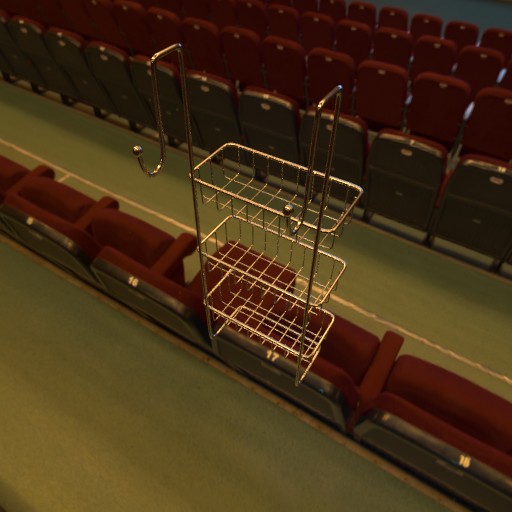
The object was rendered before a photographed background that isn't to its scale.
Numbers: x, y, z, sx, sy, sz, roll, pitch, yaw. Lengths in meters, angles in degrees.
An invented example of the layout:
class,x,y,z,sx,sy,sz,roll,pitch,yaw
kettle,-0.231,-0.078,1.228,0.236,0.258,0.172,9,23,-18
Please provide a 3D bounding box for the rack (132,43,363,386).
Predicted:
class,x,y,z,sx,sy,sz,roll,pitch,yaw
rack,0.000,0.000,0.657,0.228,0.574,0.202,24,51,22
